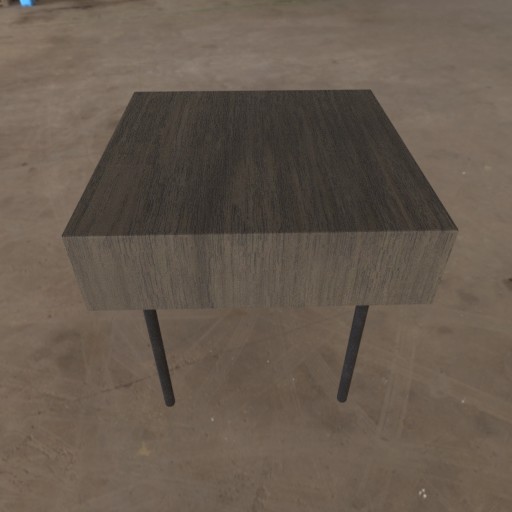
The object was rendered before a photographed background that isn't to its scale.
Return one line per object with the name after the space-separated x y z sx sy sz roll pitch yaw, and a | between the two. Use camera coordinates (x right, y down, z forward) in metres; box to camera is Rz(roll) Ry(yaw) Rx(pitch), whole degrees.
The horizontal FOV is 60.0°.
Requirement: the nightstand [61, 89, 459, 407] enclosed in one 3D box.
0.000 0.000 0.907 0.503 0.497 0.502 -1 40 -1 | nightstand
